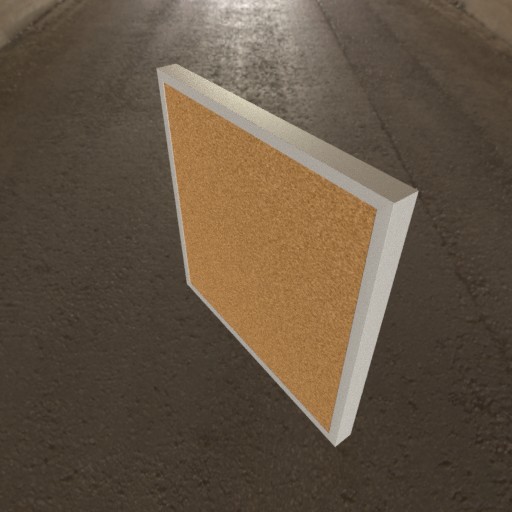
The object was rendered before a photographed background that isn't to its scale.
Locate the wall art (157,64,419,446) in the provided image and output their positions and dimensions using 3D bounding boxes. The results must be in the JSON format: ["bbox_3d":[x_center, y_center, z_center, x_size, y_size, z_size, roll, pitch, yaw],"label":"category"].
[{"bbox_3d":[0.000,0.000,0.765,0.038,0.505,0.506,-26,47,-27],"label":"wall art"}]
